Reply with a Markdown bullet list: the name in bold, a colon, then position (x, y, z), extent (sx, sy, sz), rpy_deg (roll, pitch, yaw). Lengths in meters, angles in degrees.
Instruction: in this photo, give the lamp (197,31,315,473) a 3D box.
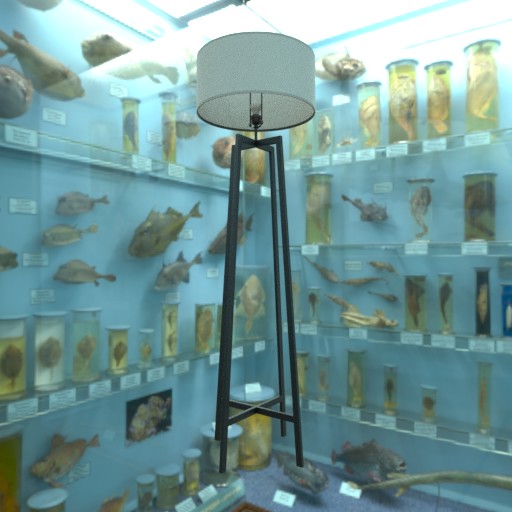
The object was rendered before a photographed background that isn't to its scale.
- **lamp**: position (0.000, 0.000, 1.713), extent (0.457, 1.510, 0.456), rpy_deg (0, -1, 36)
